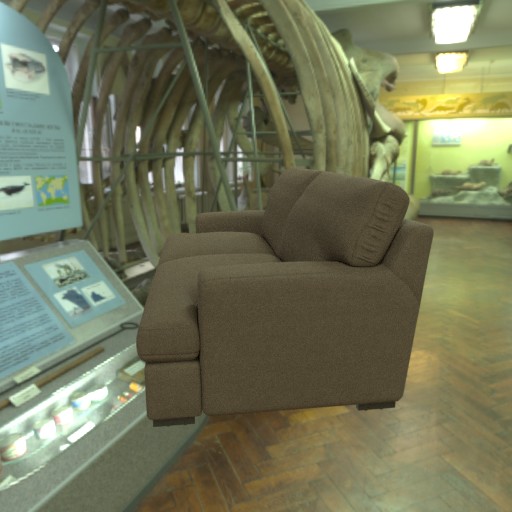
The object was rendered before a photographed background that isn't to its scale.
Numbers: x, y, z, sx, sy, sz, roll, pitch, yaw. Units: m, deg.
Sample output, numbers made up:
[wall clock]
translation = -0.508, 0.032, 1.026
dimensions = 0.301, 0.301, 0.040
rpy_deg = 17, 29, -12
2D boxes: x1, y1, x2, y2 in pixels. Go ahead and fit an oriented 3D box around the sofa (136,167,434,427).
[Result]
[sofa]
translation = 0.000, 0.000, 2.530
dimensions = 1.140, 0.950, 1.869
rpy_deg = -2, 13, -8
